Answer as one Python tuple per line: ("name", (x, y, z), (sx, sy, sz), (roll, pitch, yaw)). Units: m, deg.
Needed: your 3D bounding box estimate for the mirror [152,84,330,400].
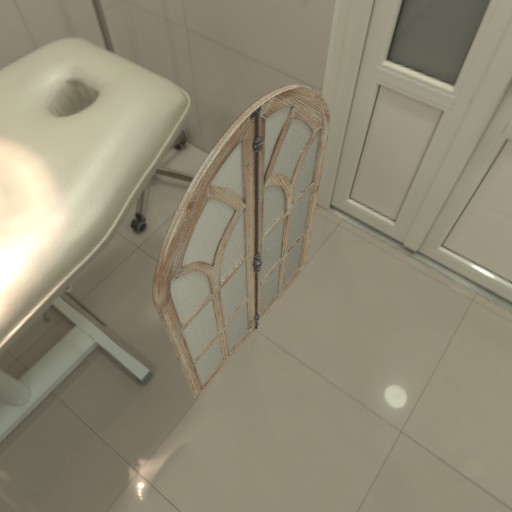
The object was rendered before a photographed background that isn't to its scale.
("mirror", (0.000, 0.000, 1.136), (0.032, 0.915, 0.609), (32, 63, 19))
